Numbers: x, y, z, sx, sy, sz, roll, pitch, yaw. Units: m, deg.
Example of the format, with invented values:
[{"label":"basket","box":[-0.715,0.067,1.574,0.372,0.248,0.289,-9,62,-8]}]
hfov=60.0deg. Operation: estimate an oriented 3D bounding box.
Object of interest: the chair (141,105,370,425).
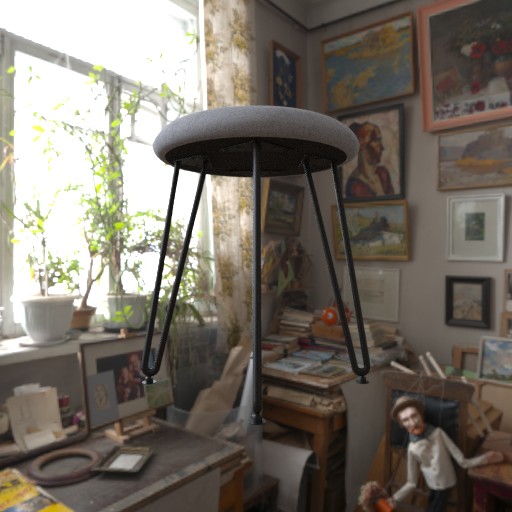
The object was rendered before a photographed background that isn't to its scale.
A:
[{"label":"chair","box":[0.000,0.000,0.678,0.350,0.386,0.350,0,0,0]}]
